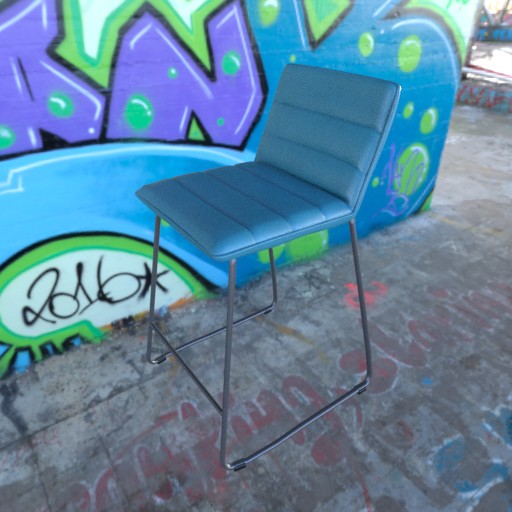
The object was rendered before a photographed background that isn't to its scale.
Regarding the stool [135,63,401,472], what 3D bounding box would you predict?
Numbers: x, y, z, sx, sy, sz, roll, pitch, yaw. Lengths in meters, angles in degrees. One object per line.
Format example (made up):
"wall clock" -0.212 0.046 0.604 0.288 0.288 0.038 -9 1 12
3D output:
"stool" 0.000 0.000 1.159 0.524 0.866 0.489 -20 37 -30
